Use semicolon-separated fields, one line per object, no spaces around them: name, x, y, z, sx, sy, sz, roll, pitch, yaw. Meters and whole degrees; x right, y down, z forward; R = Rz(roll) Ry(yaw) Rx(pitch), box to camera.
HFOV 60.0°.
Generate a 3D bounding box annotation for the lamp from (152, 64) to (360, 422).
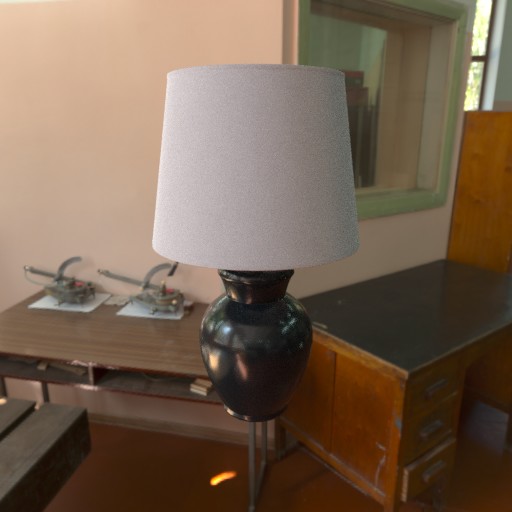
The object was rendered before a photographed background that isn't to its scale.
lamp;0.000;0.000;0.529;0.239;0.399;0.239;0;16;0
